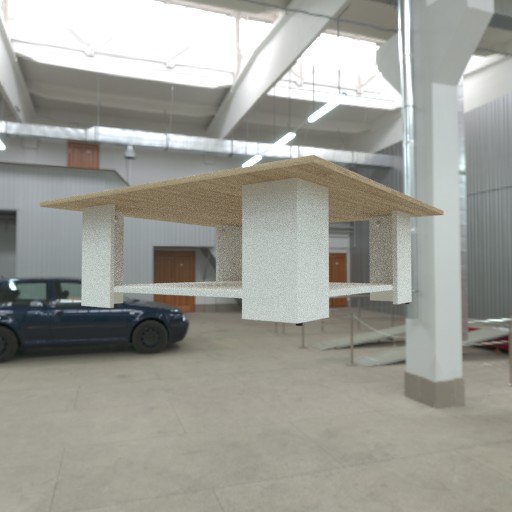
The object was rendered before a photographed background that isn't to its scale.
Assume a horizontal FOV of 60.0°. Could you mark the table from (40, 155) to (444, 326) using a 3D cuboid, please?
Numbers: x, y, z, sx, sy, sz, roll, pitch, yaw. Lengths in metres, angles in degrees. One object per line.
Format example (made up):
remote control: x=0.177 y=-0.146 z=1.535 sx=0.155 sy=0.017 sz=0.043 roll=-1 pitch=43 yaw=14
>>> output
table: x=0.000 y=0.000 z=1.366 sx=0.890 sy=0.305 sz=0.890 roll=-1 pitch=-2 yaw=36
